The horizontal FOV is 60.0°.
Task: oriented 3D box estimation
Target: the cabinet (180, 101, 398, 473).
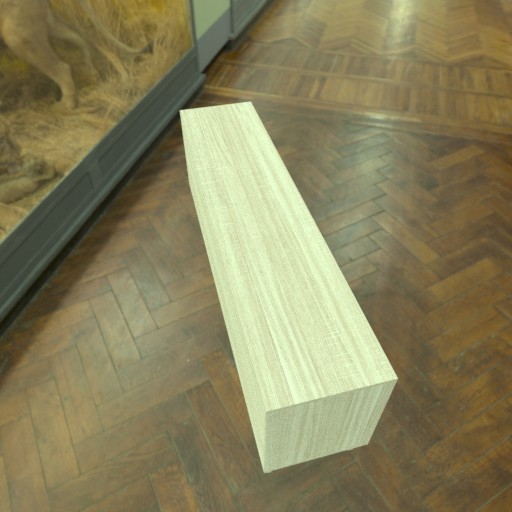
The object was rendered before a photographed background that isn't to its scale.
[{"bbox_3d":[0.000,0.000,2.596,0.500,0.780,2.200,-11,47,-10],"label":"cabinet"}]
